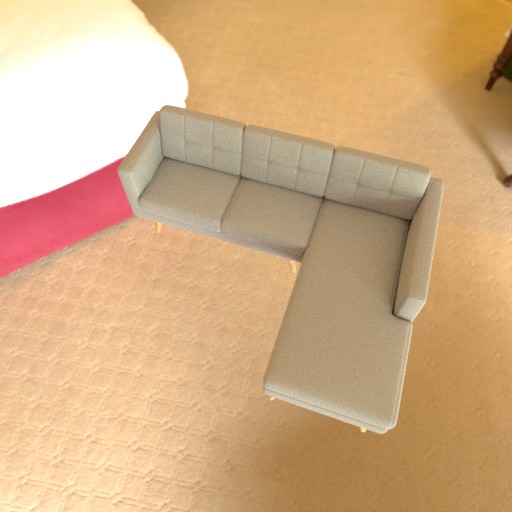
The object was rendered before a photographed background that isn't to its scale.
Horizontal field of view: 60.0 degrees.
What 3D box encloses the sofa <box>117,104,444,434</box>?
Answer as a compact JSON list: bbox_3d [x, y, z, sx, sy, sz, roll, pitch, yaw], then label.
[{"bbox_3d":[0.000,0.000,2.832,2.040,0.860,1.530,16,60,10],"label":"sofa"}]
